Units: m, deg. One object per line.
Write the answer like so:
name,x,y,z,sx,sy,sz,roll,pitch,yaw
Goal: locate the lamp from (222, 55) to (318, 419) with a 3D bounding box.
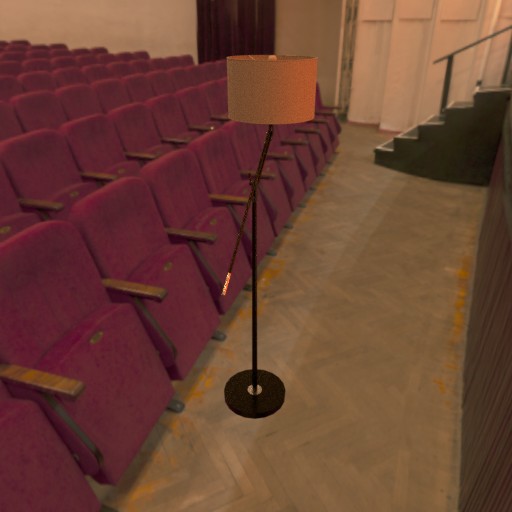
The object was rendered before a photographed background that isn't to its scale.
lamp,0.000,0.000,2.008,0.373,1.635,0.809,8,28,16
